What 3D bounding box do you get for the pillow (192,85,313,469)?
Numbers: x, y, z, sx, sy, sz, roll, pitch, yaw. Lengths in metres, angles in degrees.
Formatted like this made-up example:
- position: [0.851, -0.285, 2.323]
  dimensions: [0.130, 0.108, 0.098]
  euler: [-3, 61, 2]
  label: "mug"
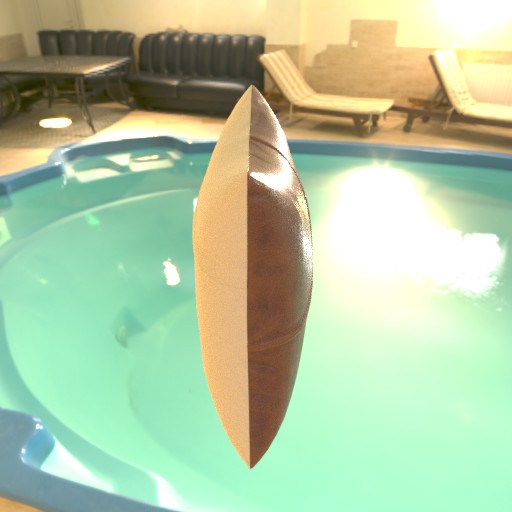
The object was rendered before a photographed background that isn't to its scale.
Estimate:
- position: [0.000, 0.000, 0.750]
  dimensions: [0.192, 0.470, 0.484]
  euler: [0, 31, 0]
  label: "pillow"
